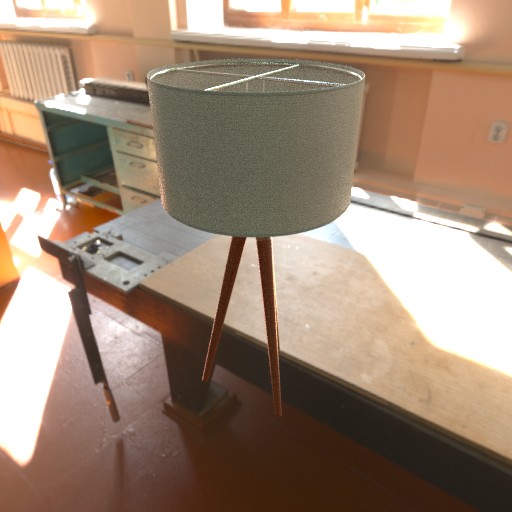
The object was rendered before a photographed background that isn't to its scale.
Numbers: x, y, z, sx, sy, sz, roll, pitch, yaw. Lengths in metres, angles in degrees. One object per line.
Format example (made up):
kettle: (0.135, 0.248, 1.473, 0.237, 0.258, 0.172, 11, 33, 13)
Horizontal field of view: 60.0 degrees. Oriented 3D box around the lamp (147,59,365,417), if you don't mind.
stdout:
lamp: (0.000, 0.000, 0.915, 0.355, 0.709, 0.354, -10, 32, -16)
